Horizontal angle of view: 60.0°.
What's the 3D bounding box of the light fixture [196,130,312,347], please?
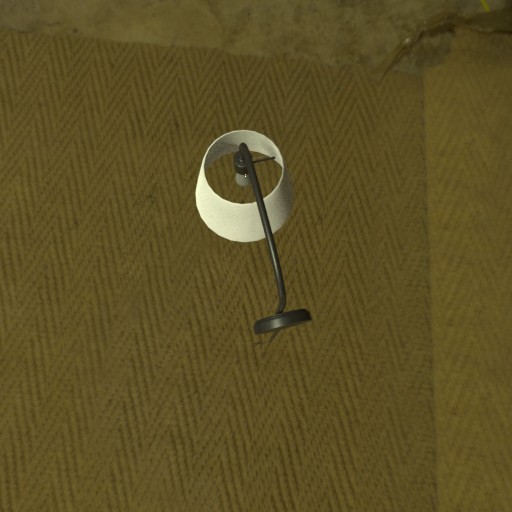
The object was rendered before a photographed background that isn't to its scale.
[{"bbox_3d":[0.000,0.000,0.480,0.092,0.399,0.176,-14,77,-3],"label":"light fixture"}]
